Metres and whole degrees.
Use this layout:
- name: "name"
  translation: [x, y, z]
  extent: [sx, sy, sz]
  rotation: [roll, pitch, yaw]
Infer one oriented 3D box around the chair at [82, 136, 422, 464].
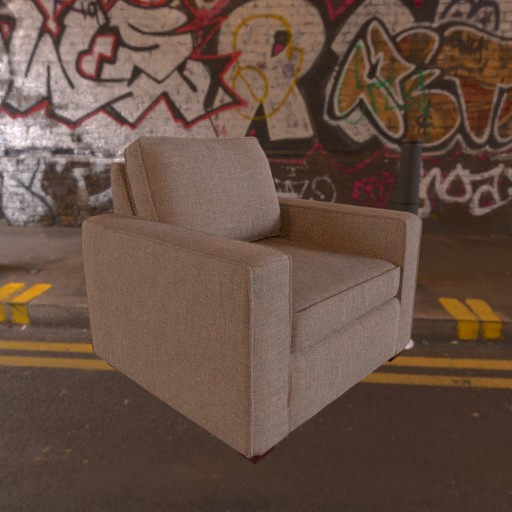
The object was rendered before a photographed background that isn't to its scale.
- name: "chair"
  translation: [0.000, 0.000, 1.751]
  extent: [0.940, 0.914, 1.016]
  rotation: [14, 21, 42]
